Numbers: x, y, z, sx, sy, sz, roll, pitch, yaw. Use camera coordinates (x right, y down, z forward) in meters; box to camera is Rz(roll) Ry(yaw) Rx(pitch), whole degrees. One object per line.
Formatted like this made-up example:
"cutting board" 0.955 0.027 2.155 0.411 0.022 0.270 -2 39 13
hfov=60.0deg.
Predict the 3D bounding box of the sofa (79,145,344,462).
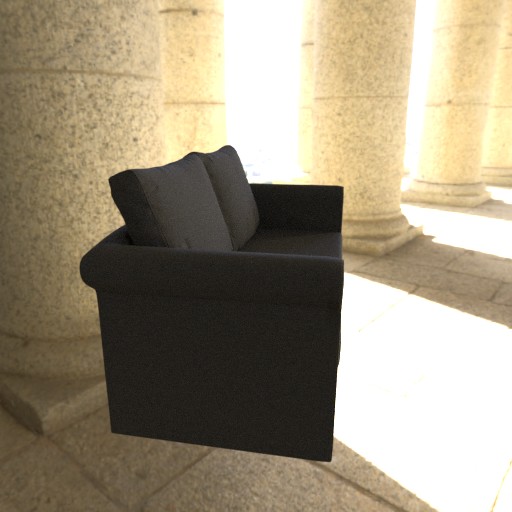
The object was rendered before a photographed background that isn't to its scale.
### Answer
"sofa" 0.000 0.000 1.917 0.741 0.872 1.460 3 18 10
